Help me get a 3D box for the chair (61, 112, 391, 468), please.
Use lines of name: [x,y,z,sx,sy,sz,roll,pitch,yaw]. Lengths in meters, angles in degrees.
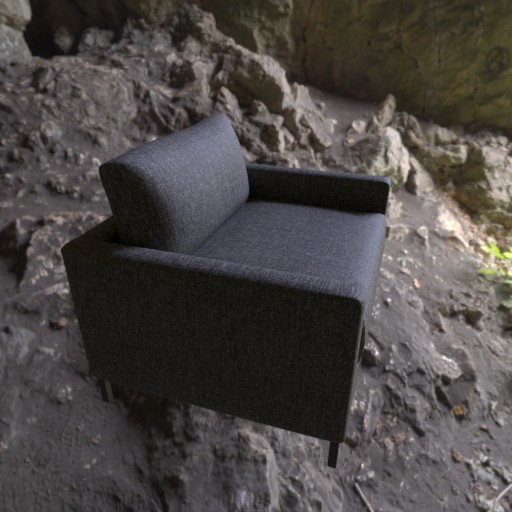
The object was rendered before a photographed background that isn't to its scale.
chair: [0.000,0.000,1.599,0.866,0.861,0.963,9,30,16]
